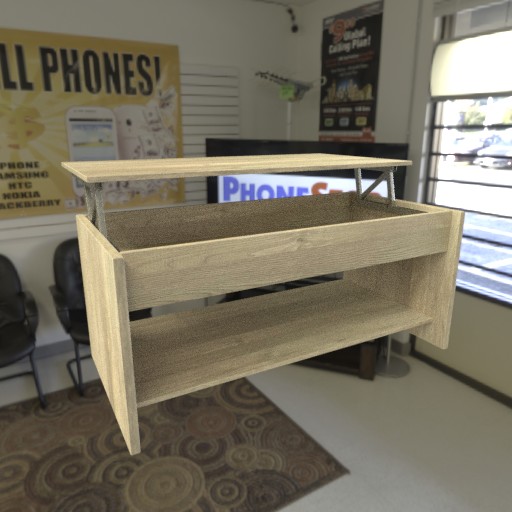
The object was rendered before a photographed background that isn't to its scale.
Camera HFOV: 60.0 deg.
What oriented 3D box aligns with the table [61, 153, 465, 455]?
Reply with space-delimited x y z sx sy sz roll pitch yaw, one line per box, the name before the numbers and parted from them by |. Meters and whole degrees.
table | 0.000 0.000 1.398 1.000 0.570 0.712 -9 18 -28
